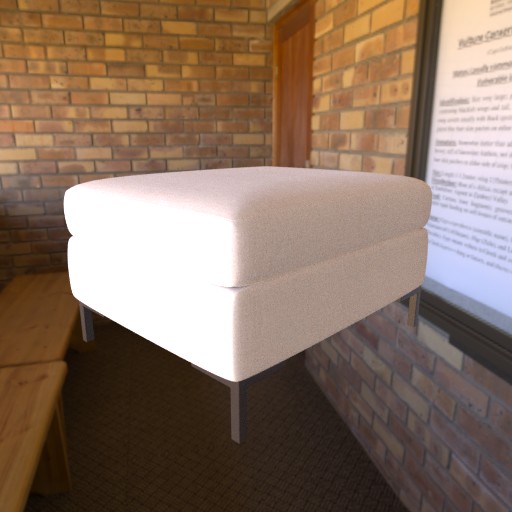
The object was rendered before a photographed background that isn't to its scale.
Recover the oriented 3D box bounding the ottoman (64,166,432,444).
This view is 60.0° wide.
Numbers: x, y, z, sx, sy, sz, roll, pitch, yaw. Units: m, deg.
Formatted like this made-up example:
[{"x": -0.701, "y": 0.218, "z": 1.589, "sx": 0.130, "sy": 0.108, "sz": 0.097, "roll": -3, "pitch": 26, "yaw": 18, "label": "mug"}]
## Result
[{"x": 0.000, "y": 0.000, "z": 1.216, "sx": 0.657, "sy": 0.453, "sz": 0.794, "roll": 14, "pitch": 20, "yaw": 42, "label": "ottoman"}]
